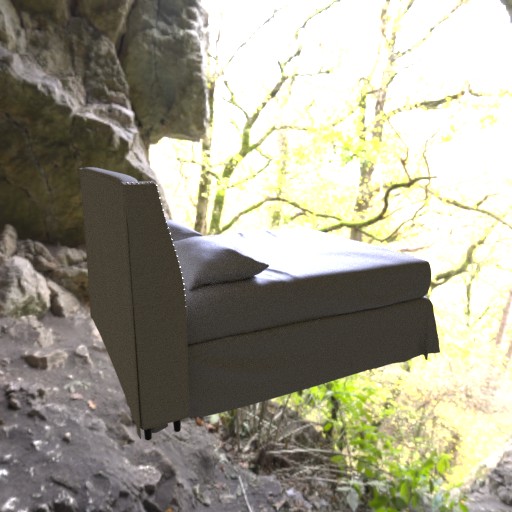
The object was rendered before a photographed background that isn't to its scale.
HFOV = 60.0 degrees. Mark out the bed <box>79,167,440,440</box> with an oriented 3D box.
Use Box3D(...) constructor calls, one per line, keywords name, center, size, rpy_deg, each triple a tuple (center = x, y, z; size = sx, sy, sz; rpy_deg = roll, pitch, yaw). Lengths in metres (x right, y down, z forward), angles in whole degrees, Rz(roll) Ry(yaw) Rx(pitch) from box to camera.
Box3D(name="bed", center=(0.000, 0.000, 3.393), size=(2.276, 1.332, 1.925), rpy_deg=(-7, 15, -26))
